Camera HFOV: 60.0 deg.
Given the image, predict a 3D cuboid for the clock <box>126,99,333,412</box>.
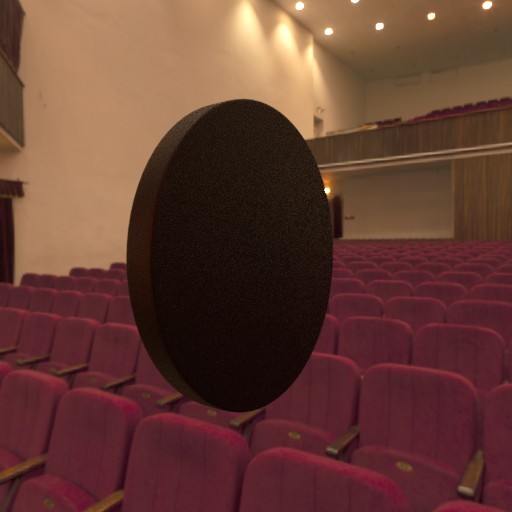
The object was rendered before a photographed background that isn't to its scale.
[{"bbox_3d":[0.000,0.000,0.468,0.029,0.314,0.314,1,2,35],"label":"clock"}]
